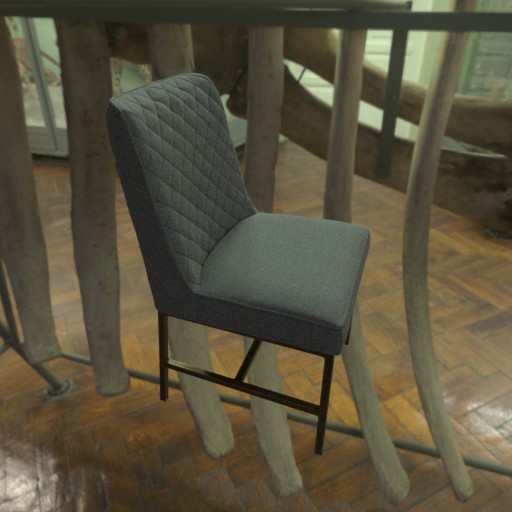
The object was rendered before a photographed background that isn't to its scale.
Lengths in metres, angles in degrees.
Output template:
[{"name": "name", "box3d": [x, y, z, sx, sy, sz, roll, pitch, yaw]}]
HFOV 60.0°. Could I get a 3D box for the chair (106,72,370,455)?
[{"name": "chair", "box3d": [0.000, 0.000, 1.245, 0.587, 0.889, 0.508, 10, 33, 16]}]
